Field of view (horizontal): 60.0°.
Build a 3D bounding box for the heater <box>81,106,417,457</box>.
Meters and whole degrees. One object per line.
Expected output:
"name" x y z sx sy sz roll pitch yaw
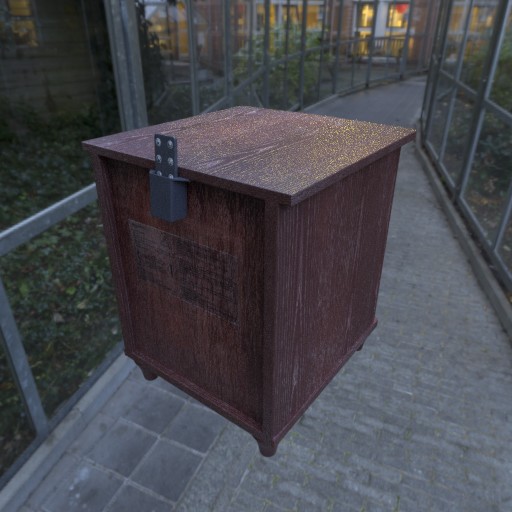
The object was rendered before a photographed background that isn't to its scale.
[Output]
"heater" 0.000 0.000 0.766 0.362 0.481 0.400 20 34 32
